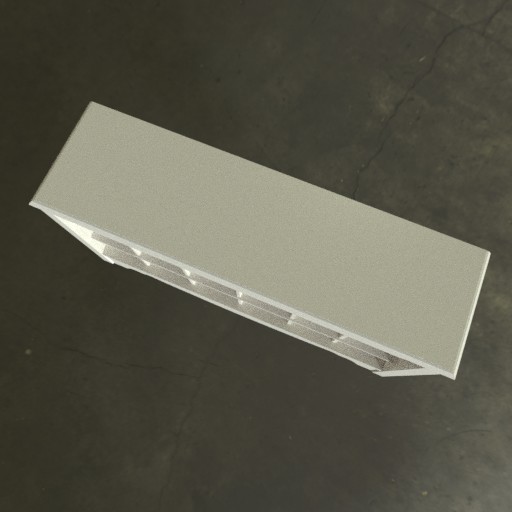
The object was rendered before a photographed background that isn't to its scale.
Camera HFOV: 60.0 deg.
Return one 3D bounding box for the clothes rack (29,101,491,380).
[{"bbox_3d":[0.000,0.000,1.354,1.120,0.531,0.324,22,75,6],"label":"clothes rack"}]
